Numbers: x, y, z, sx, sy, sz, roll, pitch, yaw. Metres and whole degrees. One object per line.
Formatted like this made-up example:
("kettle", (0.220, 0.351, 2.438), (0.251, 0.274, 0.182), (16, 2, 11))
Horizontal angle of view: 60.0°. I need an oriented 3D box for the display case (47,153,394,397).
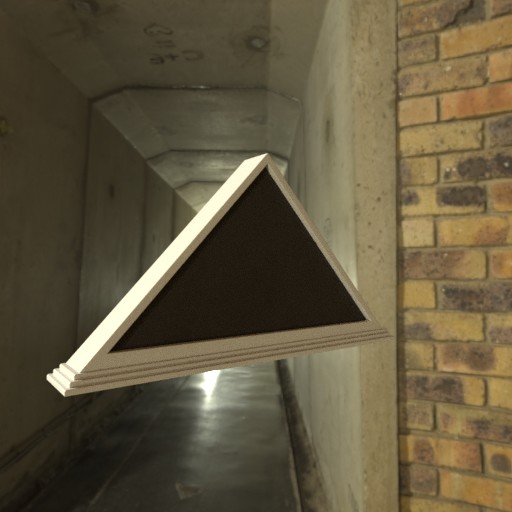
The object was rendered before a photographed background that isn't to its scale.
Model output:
("display case", (0.000, 0.000, 0.759), (0.640, 0.340, 0.095), (0, -1, -37))
